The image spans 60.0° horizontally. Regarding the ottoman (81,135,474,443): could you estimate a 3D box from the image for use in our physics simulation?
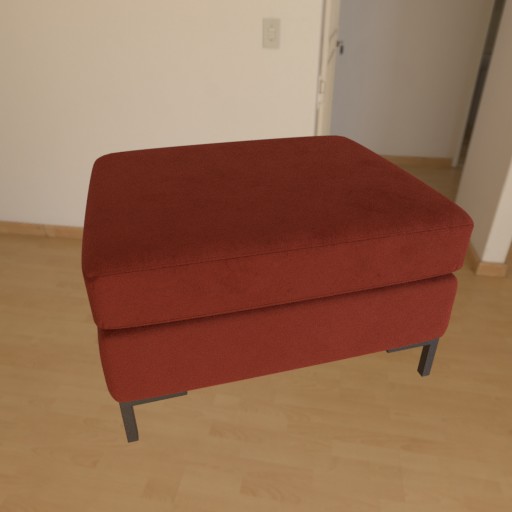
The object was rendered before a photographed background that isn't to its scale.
[{"bbox_3d":[0.000,0.000,1.163,0.782,0.462,0.650,-8,32,-13],"label":"ottoman"}]
